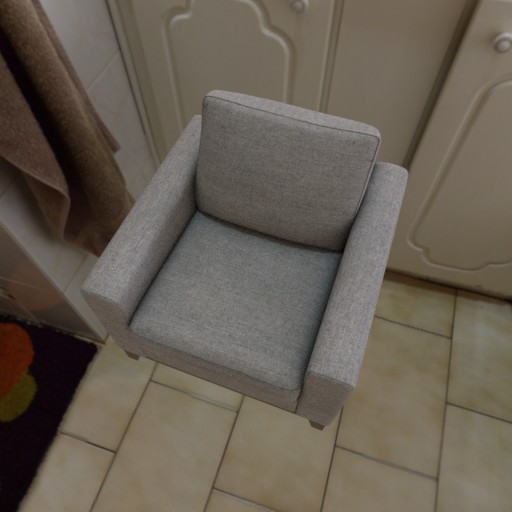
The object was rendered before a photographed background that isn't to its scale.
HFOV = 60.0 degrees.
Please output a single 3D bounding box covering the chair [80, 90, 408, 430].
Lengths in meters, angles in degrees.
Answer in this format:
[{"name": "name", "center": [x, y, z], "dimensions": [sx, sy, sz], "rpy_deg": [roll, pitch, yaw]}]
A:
[{"name": "chair", "center": [0.000, 0.000, 1.894], "dimensions": [1.024, 1.010, 1.038], "rpy_deg": [17, 59, 11]}]
